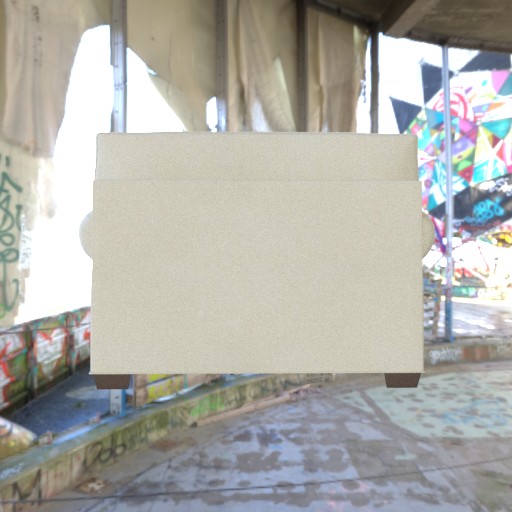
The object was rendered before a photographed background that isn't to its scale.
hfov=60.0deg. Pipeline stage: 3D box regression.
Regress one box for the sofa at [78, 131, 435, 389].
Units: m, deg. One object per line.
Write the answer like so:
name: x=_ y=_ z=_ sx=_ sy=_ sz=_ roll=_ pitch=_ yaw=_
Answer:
sofa: x=0.000 y=0.000 z=2.107 sx=1.405 sy=1.006 sz=0.937 roll=0 pitch=-1 yaw=-1
